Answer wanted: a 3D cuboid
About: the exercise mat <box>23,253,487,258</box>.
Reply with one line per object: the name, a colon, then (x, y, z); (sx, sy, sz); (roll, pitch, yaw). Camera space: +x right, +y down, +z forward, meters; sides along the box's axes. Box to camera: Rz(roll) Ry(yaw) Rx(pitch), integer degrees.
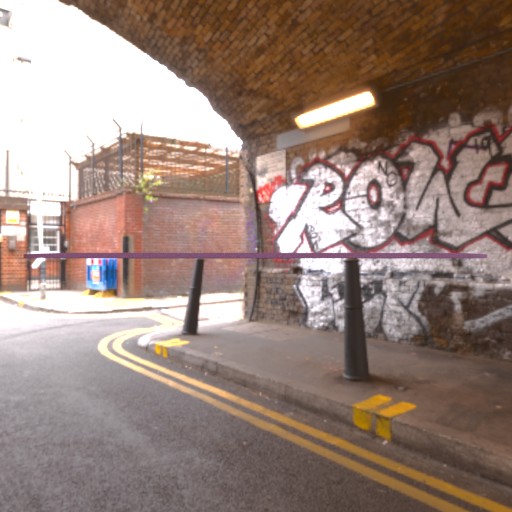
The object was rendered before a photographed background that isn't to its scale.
exercise mat: (0.000, 0.000, 2.049); (1.869, 0.021, 0.616); (0, 0, -1)
